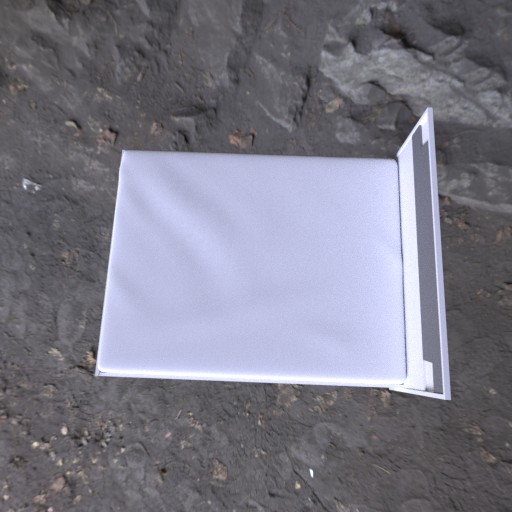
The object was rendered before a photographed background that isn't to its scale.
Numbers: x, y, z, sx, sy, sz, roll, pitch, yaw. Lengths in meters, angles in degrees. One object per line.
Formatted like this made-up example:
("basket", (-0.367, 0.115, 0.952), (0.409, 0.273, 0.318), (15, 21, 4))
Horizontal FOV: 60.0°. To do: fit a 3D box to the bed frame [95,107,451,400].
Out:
("bed frame", (0.000, 0.000, 3.009), (2.100, 1.001, 1.711), (2, 76, 1))
